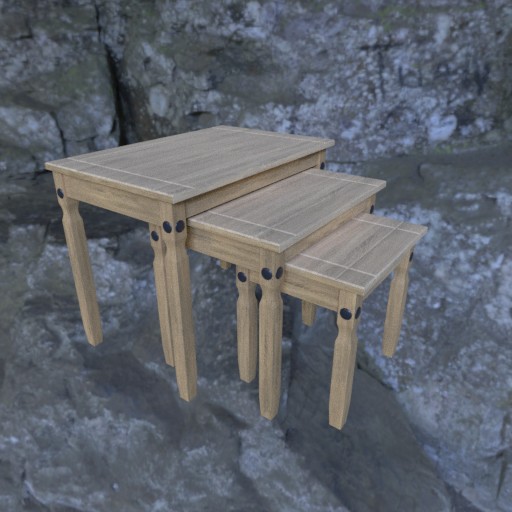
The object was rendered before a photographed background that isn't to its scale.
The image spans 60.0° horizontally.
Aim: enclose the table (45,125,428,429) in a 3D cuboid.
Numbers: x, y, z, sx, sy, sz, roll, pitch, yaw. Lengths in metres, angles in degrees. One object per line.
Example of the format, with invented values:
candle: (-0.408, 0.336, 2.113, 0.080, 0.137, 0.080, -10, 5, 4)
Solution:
table: (0.000, 0.000, 1.211, 0.773, 0.535, 0.660, 18, 31, 32)
